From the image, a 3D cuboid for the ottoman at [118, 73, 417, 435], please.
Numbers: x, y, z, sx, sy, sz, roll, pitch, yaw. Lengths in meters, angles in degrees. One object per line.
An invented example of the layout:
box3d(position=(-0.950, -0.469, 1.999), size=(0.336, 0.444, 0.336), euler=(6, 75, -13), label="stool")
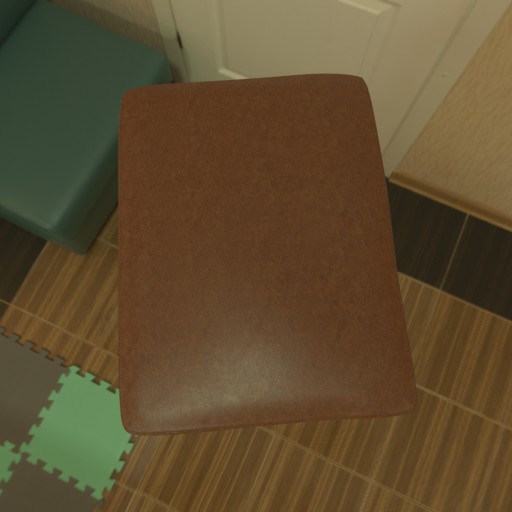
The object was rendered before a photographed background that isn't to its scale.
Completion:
box3d(position=(0.000, 0.000, 1.221), size=(0.650, 0.485, 0.851), euler=(-4, 76, -1), label="ottoman")
